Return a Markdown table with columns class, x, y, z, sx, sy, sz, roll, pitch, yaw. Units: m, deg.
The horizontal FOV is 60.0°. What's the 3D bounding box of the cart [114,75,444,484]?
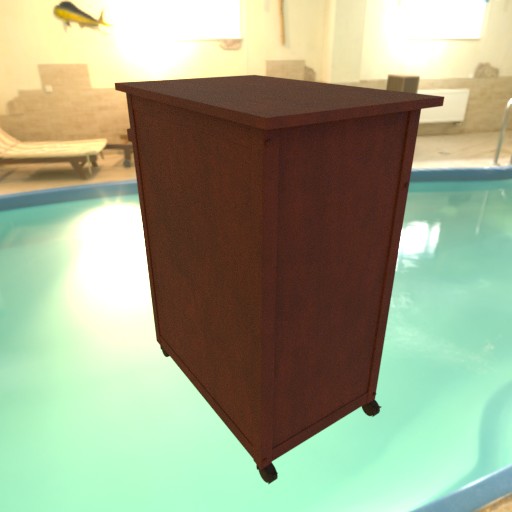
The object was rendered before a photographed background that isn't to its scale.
| class | x | y | z | sx | sy | sz | roll | pitch | yaw |
| --- | --- | --- | --- | --- | --- | --- | --- | --- | --- |
| cart | 0.000 | 0.000 | 1.215 | 0.442 | 0.864 | 0.683 | -17 | 31 | -31 |
